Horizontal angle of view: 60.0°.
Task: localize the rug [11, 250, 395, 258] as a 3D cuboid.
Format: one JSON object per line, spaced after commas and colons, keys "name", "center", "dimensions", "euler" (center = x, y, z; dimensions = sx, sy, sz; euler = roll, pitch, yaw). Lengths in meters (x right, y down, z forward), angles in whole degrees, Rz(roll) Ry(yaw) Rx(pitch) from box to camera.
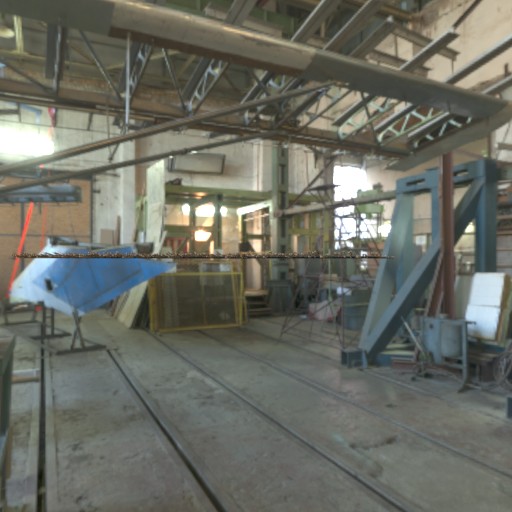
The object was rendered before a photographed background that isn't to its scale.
{"name": "rug", "center": [0.000, 0.000, 4.160], "dimensions": [2.418, 0.047, 3.307], "euler": [0, 0, 19]}
